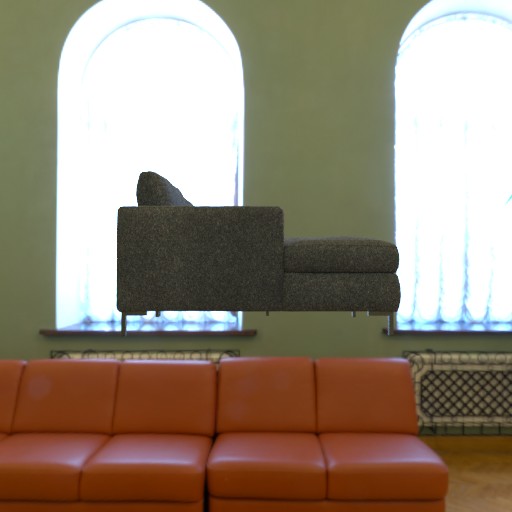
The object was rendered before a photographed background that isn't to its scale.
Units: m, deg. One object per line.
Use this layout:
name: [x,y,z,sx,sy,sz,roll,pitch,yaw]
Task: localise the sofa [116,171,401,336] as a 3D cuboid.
sofa: [0.000,0.000,3.511,1.350,0.810,2.932,0,-1,-1]
